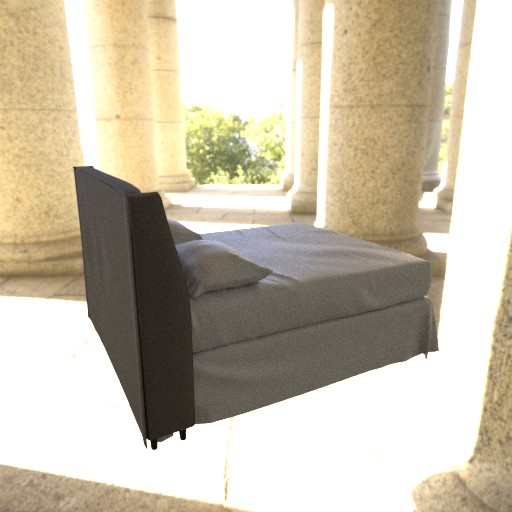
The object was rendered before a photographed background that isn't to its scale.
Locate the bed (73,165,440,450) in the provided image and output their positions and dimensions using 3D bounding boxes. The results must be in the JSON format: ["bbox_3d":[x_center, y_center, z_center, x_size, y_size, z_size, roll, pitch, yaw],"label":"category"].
[{"bbox_3d":[0.000,0.000,3.360,2.276,1.332,1.925,-8,18,-27],"label":"bed"}]
